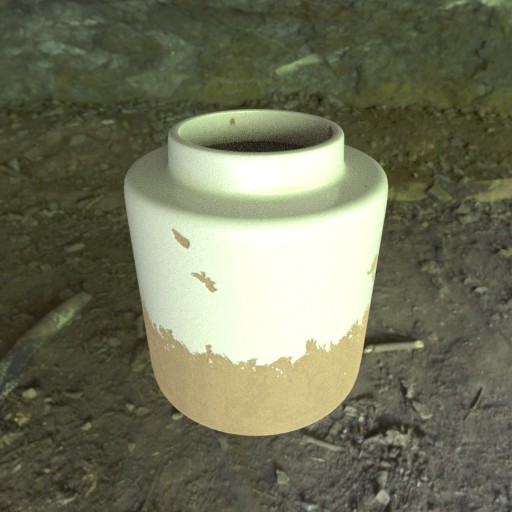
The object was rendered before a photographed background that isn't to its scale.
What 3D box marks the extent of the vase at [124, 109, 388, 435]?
[{"bbox_3d":[0.000,0.000,0.291,0.153,0.167,0.153,0,31,0],"label":"vase"}]
